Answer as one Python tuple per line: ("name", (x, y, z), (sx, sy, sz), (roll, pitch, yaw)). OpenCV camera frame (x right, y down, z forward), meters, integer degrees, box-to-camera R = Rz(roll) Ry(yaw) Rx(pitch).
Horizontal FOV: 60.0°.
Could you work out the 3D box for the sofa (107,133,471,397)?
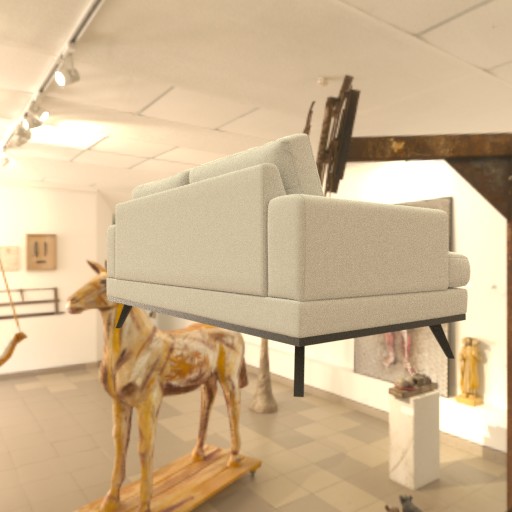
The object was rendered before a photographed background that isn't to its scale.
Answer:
("sofa", (0.000, 0.000, 2.133), (0.920, 0.810, 1.650), (0, 0, -36))
